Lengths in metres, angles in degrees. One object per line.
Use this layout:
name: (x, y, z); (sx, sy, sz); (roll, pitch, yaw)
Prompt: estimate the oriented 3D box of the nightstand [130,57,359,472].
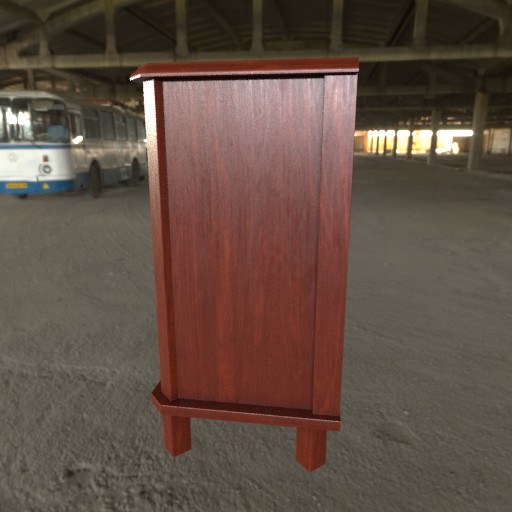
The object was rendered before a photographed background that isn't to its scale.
nightstand: (0.000, 0.000, 0.916); (0.351, 0.681, 0.435); (2, 14, 8)
